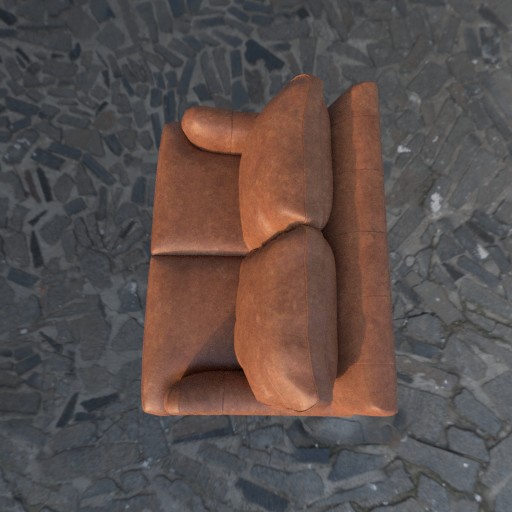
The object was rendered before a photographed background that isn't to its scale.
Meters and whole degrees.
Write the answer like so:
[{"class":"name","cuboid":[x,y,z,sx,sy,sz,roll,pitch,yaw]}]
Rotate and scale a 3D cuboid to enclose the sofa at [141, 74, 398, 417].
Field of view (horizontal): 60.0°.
[{"class":"sofa","cuboid":[0.000,0.000,2.205,1.077,1.004,1.527,1,75,0]}]
